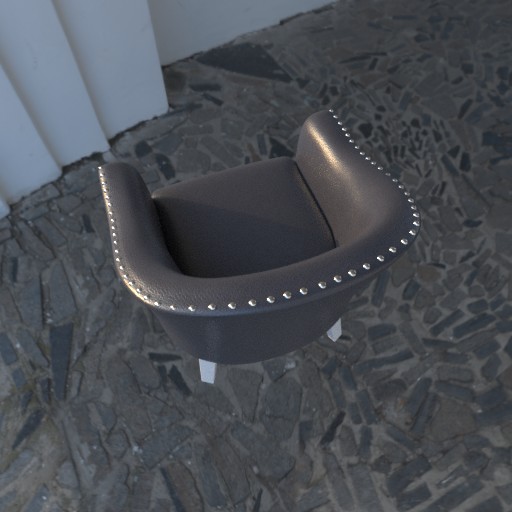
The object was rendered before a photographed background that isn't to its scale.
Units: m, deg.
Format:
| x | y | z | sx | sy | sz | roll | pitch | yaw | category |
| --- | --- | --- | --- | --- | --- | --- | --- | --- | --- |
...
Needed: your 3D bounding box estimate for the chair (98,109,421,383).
| x | y | z | sx | sy | sz | roll | pitch | yaw | category |
| --- | --- | --- | --- | --- | --- | --- | --- | --- | --- |
| 0.000 | 0.000 | 1.431 | 0.794 | 0.823 | 0.748 | -17 | 59 | -10 | chair |
